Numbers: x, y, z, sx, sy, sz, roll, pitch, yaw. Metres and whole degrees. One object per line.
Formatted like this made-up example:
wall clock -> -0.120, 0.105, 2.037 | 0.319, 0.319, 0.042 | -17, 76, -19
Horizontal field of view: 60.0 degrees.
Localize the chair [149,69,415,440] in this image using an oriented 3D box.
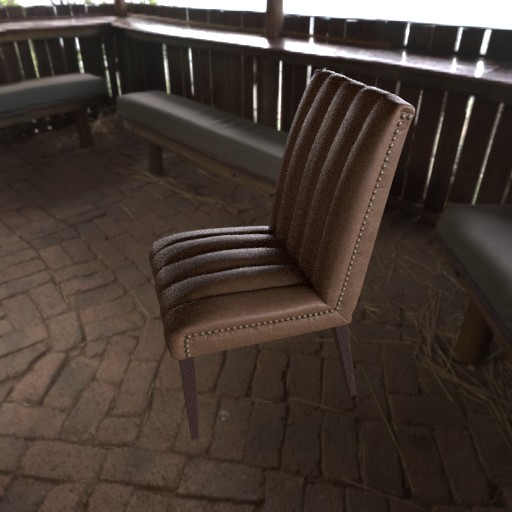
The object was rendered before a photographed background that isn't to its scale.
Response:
chair -> 0.000, 0.000, 1.405 | 0.647, 1.016, 0.511 | -9, 33, -15
